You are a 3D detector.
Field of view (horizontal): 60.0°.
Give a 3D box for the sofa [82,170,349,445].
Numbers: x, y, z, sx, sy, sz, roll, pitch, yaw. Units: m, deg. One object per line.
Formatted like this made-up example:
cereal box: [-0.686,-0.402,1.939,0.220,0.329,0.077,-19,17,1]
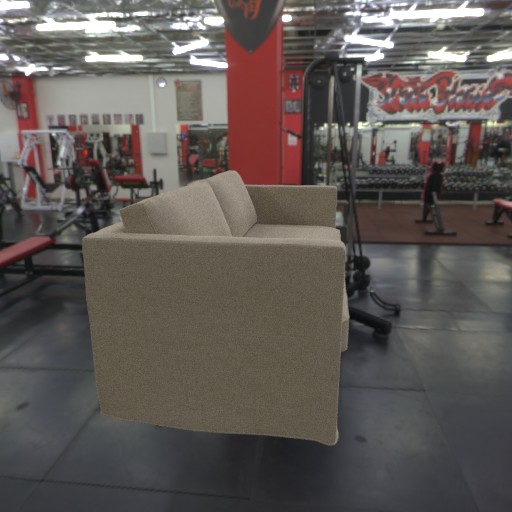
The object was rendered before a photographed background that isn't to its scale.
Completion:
sofa: [0.000,0.000,2.476,0.956,0.847,1.987,2,15,9]
